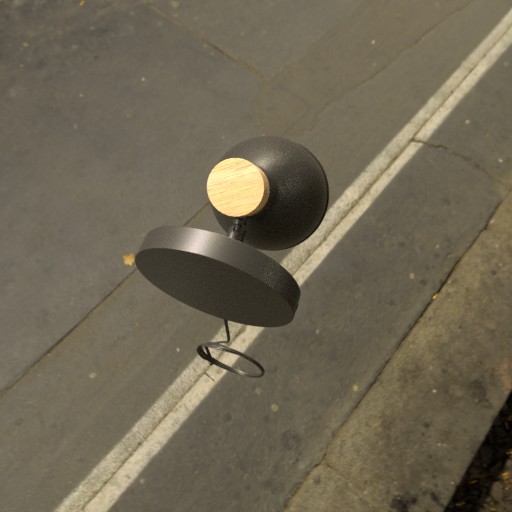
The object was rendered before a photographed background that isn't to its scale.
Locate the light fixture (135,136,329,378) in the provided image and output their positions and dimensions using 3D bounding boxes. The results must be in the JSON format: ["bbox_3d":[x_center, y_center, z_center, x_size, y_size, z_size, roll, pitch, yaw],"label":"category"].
[{"bbox_3d":[0.000,0.000,0.495,0.127,0.401,0.203,17,65,8],"label":"light fixture"}]
